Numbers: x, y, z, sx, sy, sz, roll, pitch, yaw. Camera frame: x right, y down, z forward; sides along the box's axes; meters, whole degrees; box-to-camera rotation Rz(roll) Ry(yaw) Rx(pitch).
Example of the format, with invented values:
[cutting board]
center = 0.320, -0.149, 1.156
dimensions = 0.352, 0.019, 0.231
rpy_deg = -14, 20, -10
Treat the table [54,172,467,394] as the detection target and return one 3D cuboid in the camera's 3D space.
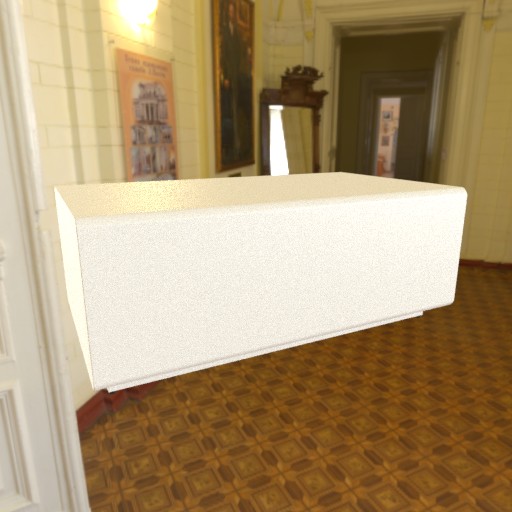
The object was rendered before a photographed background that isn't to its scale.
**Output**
[table]
center = 0.000, 0.000, 1.414
dimensions = 1.097, 0.442, 0.639
rpy_deg = -8, 17, -26
